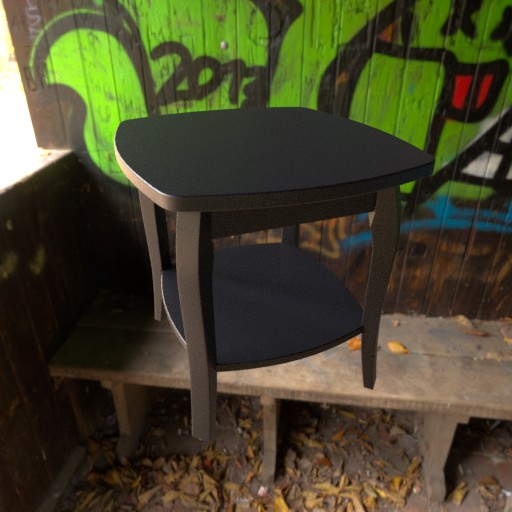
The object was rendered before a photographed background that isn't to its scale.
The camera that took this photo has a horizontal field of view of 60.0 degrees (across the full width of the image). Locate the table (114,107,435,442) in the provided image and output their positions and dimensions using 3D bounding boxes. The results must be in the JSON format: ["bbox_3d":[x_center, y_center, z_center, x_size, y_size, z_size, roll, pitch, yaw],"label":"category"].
[{"bbox_3d":[0.000,0.000,0.855,0.457,0.457,0.508,-11,31,-19],"label":"table"}]
